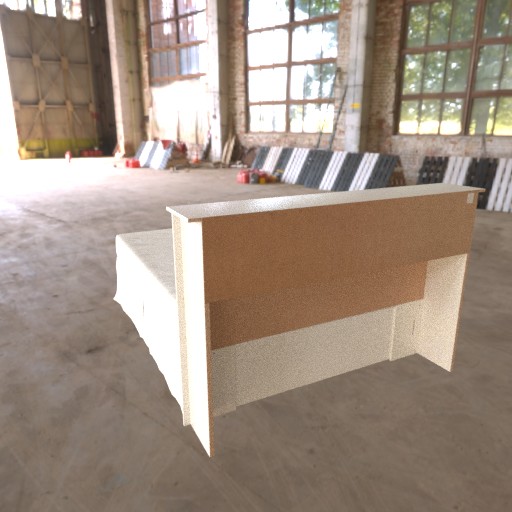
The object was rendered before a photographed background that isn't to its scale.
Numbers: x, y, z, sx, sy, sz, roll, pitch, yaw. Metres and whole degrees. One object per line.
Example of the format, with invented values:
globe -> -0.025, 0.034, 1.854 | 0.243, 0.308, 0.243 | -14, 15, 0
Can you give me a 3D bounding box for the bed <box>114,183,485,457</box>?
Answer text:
bed -> 0.000, 0.000, 3.073 | 1.671, 1.092, 2.133 | -9, 19, -26
